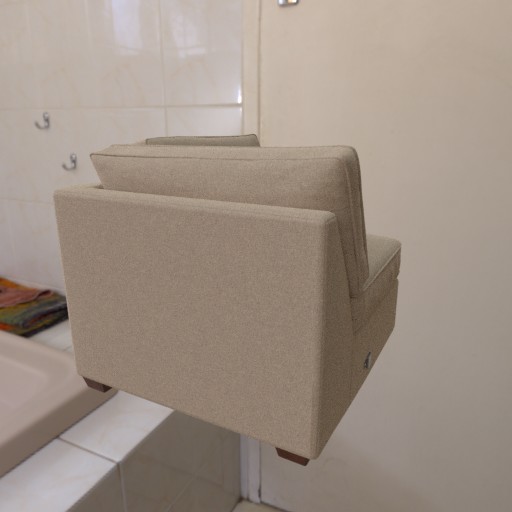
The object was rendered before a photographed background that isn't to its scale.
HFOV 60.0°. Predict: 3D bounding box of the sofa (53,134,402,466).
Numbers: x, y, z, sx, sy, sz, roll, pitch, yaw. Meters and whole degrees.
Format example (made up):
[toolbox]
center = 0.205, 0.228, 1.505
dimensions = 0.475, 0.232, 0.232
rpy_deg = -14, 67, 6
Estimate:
[sofa]
center = 0.000, 0.000, 1.927
dimensions = 1.084, 1.002, 1.146
rpy_deg = 9, 19, 27
